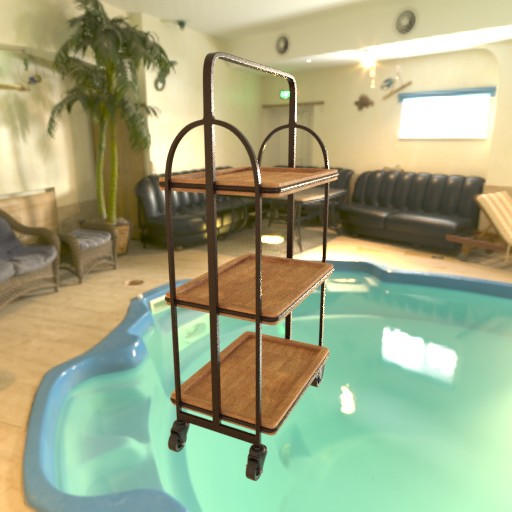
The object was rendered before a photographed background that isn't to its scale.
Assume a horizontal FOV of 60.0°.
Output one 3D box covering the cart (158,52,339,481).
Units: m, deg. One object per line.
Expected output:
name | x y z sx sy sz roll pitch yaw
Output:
cart | 0.000 0.000 1.247 0.327 1.001 0.553 7 17 25
